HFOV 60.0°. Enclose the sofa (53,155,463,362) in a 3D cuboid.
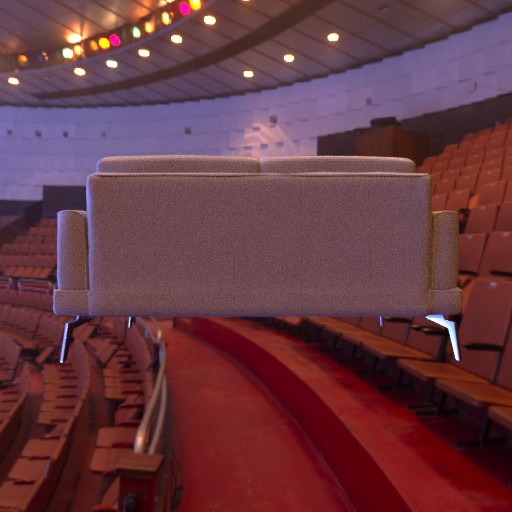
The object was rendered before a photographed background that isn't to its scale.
[{"bbox_3d":[0.000,0.000,2.440,1.819,0.930,1.121,0,-1,-1],"label":"sofa"}]
